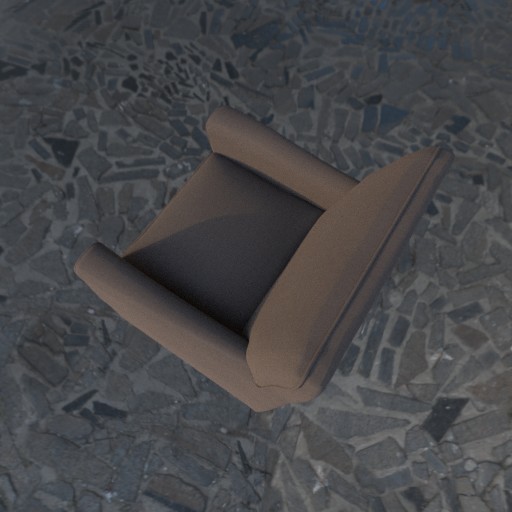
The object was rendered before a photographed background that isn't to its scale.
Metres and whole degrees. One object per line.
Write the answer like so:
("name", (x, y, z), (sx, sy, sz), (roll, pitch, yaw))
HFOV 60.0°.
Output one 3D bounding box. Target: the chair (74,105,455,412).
("chair", (0.000, 0.000, 1.570), (0.831, 0.911, 0.836), (30, 67, 14))
